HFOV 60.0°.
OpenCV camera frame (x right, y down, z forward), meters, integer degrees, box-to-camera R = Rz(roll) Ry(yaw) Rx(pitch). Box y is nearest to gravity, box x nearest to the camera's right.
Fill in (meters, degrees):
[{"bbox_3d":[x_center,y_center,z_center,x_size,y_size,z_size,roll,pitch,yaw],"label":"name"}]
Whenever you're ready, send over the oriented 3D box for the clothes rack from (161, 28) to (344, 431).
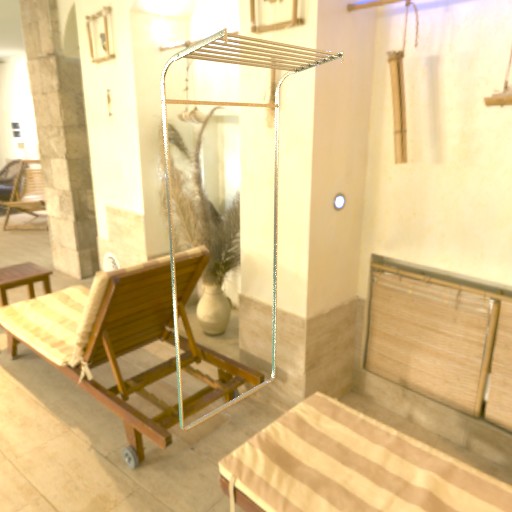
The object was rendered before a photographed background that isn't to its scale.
[{"bbox_3d":[0.000,0.000,1.826,0.609,1.574,0.349,-16,23,-43],"label":"clothes rack"}]
